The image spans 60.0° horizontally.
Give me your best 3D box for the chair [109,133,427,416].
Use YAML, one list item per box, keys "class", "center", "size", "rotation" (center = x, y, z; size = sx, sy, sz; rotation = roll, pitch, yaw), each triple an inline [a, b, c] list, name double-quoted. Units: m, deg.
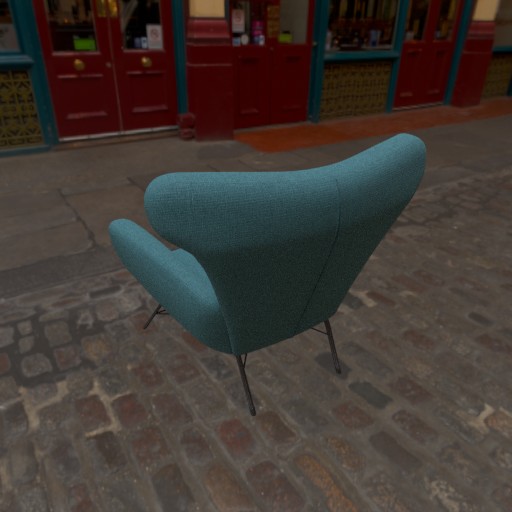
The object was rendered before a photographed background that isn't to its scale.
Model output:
- class: "chair"
  center: [0.000, 0.000, 1.800]
  size: [1.050, 0.980, 0.900]
  rotation: [-17, 32, -29]
